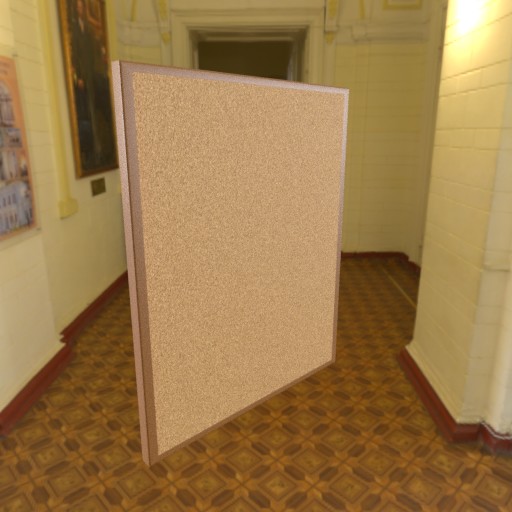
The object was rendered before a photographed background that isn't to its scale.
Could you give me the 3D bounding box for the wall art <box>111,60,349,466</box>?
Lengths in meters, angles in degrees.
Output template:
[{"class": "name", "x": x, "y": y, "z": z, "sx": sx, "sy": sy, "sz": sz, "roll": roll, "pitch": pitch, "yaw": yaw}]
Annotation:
[{"class": "wall art", "x": 0.000, "y": 0.000, "z": 0.504, "sx": 0.310, "sy": 0.379, "sz": 0.015, "roll": -14, "pitch": 21, "yaw": -42}]
